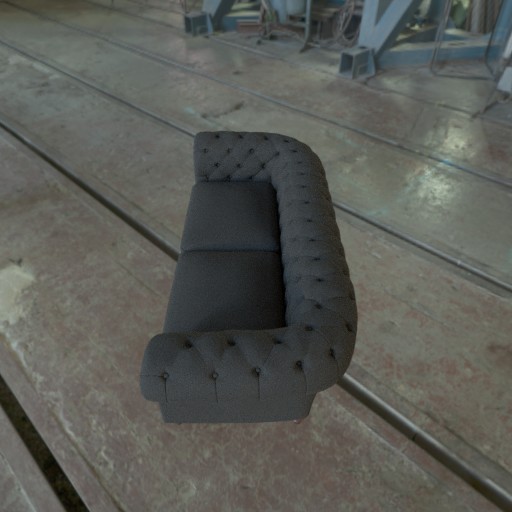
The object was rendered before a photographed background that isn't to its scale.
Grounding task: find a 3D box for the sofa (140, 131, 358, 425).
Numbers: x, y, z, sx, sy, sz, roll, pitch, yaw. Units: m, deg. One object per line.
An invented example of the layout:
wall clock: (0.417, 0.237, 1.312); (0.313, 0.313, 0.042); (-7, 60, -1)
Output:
sofa: (0.000, 0.000, 2.863); (0.991, 0.762, 2.362); (0, 40, 0)
